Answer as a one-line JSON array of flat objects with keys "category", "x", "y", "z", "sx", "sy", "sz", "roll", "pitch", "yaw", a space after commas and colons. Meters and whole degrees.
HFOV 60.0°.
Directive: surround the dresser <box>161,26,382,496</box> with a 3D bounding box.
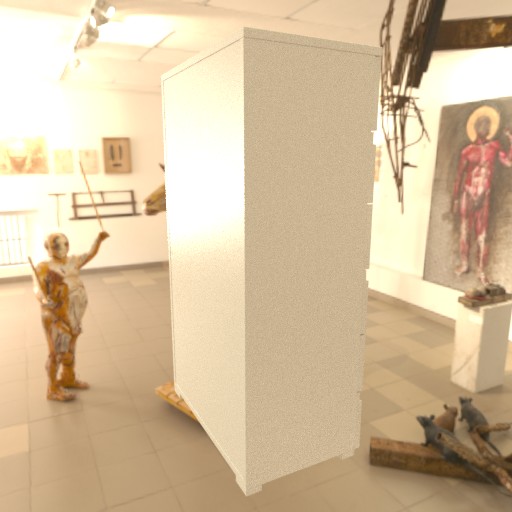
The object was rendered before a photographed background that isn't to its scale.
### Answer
[{"category": "dresser", "x": 0.000, "y": 0.000, "z": 1.464, "sx": 0.400, "sy": 1.190, "sz": 0.650, "roll": -6, "pitch": 14, "yaw": -27}]
